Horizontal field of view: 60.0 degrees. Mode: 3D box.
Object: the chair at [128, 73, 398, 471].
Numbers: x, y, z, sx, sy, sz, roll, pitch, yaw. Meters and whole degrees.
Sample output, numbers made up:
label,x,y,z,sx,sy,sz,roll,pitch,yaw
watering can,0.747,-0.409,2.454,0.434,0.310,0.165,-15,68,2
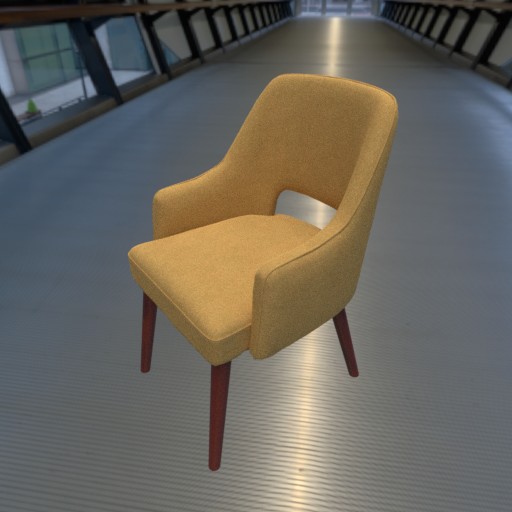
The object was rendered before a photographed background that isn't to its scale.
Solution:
label,x,y,z,sx,sy,sz,roll,pitch,yaw
chair,0.000,0.000,1.205,0.605,0.849,0.548,-21,37,-31
